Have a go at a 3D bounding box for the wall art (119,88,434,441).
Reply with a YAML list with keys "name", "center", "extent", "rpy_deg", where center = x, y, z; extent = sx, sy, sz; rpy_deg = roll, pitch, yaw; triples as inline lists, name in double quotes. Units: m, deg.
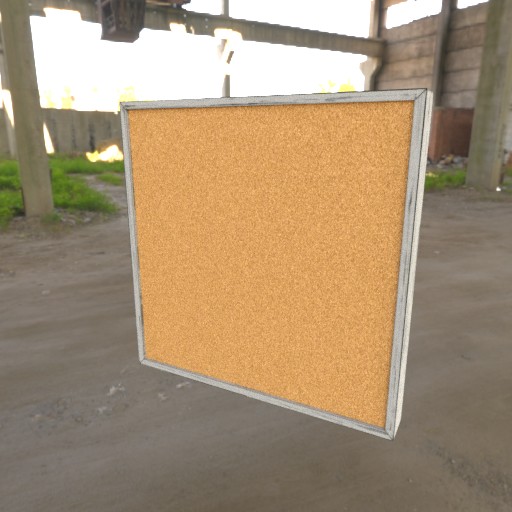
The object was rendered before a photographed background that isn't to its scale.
- name: "wall art"
  center: [0.000, 0.000, 0.449]
  extent: [0.303, 0.303, 0.036]
  rpy_deg: [8, 17, 27]
